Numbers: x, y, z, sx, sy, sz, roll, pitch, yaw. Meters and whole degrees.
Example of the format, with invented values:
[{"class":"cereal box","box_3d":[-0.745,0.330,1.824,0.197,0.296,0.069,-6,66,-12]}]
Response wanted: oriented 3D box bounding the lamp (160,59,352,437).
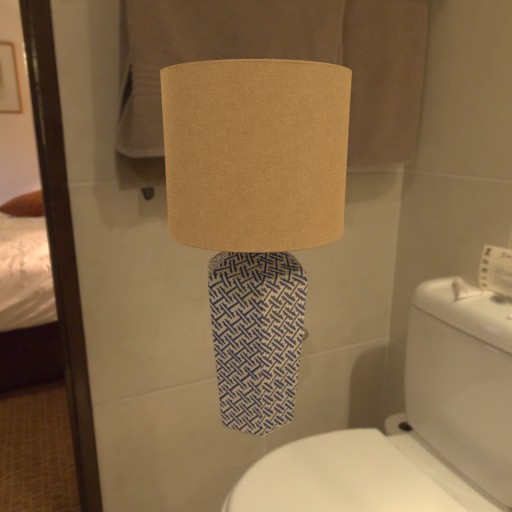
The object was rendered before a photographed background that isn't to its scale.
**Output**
[{"class":"lamp","box_3d":[0.000,0.000,0.839,0.320,0.682,0.320,8,17,27]}]
